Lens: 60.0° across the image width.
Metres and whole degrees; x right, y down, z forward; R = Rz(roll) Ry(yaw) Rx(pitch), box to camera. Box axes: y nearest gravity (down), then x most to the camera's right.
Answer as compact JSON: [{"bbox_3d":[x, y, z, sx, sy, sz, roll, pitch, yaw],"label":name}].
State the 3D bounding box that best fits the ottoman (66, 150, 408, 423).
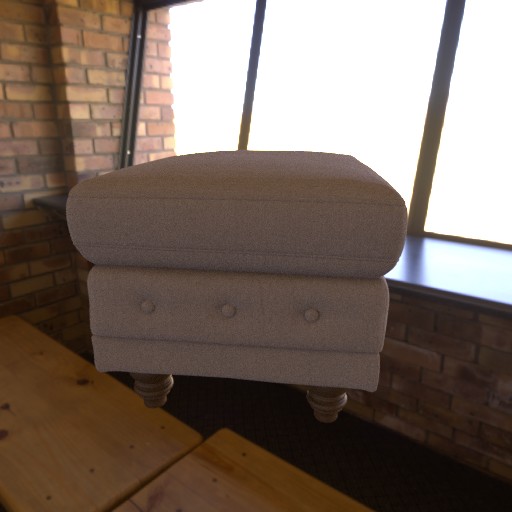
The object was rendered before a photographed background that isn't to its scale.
[{"bbox_3d":[0.000,0.000,1.108,0.569,0.500,0.771,2,17,7],"label":"ottoman"}]
